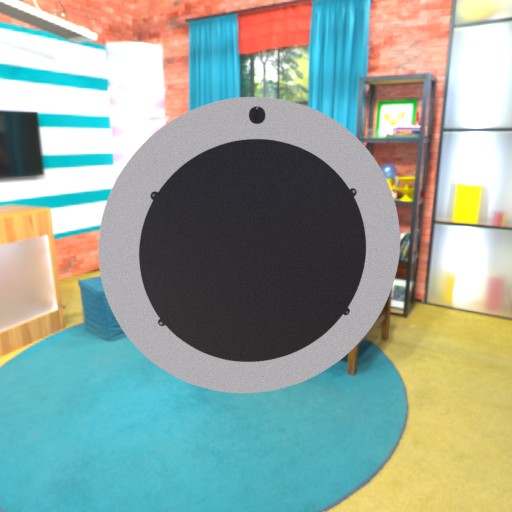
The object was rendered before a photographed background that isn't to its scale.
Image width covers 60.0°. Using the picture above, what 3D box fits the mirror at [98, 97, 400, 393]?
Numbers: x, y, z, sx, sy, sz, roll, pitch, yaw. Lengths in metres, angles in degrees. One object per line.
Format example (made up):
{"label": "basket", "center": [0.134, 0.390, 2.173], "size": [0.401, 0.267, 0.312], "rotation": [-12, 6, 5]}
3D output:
{"label": "mirror", "center": [0.000, 0.000, 1.352], "size": [0.914, 0.914, 0.038], "rotation": [-2, 15, -8]}
